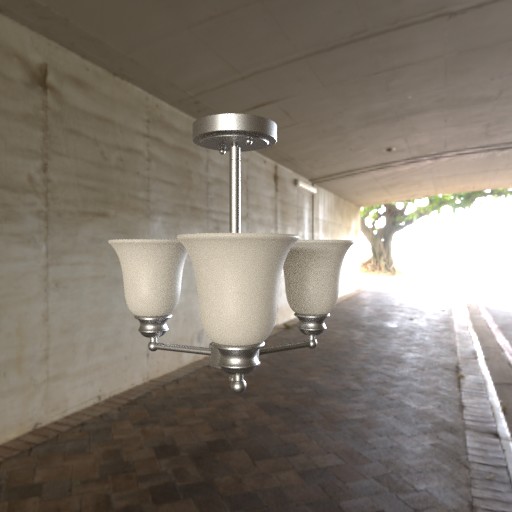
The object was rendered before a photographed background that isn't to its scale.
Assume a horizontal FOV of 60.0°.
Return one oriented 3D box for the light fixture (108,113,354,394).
[{"bbox_3d":[0.000,0.000,0.656,0.354,0.370,0.388,0,1,-34],"label":"light fixture"}]
